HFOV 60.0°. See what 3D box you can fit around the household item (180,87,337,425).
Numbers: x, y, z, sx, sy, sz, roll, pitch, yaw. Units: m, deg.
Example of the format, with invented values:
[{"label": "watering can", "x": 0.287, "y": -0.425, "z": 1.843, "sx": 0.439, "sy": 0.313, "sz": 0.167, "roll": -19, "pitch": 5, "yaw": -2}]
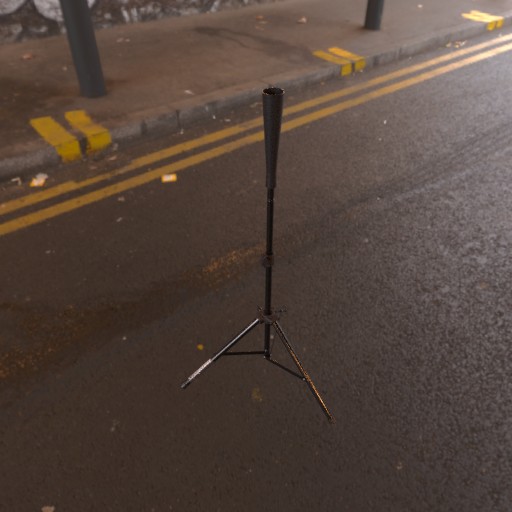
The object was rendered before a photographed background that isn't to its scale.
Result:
[{"label": "household item", "x": 0.000, "y": 0.000, "z": 1.410, "sx": 0.559, "sy": 1.067, "sz": 0.559, "roll": 0, "pitch": 39, "yaw": 0}]
